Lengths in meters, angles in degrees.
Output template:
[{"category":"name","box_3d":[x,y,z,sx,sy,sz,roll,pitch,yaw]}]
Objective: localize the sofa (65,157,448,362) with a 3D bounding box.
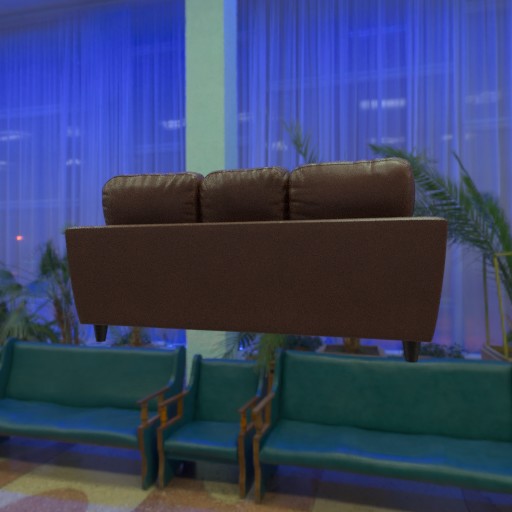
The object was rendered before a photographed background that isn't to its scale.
[{"category":"sofa","box_3d":[0.000,0.000,2.407,1.862,0.915,0.802,0,0,17]}]
